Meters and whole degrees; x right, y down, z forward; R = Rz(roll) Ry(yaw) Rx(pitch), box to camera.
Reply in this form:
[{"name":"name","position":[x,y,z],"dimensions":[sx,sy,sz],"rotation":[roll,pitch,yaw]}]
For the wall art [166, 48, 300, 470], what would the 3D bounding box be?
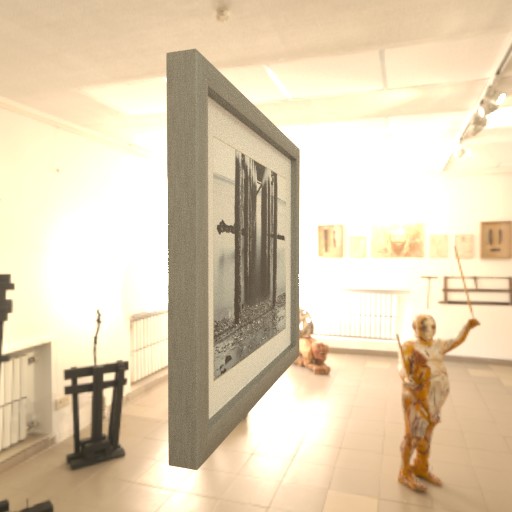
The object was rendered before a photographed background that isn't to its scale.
[{"name":"wall art","position":[0.000,0.000,0.531],"dimensions":[0.028,0.330,0.380],"rotation":[0,2,18]}]
